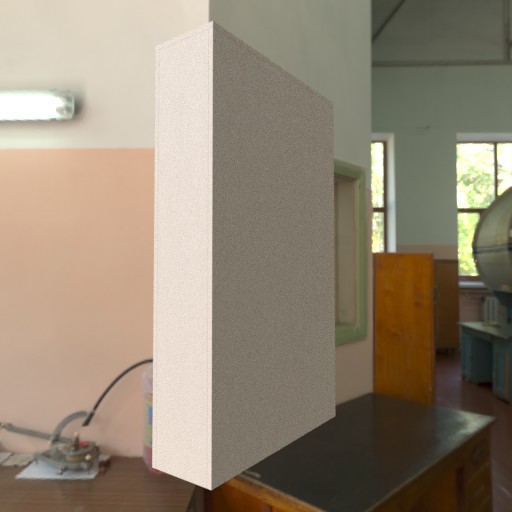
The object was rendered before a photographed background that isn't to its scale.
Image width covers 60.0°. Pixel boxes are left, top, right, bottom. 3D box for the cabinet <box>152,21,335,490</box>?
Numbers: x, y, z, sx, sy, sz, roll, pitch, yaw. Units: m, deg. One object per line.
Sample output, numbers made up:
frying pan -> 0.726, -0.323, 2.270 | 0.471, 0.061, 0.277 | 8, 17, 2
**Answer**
cabinet -> 0.000, 0.000, 1.583 | 0.250, 1.280, 0.750 | -1, -2, 36
